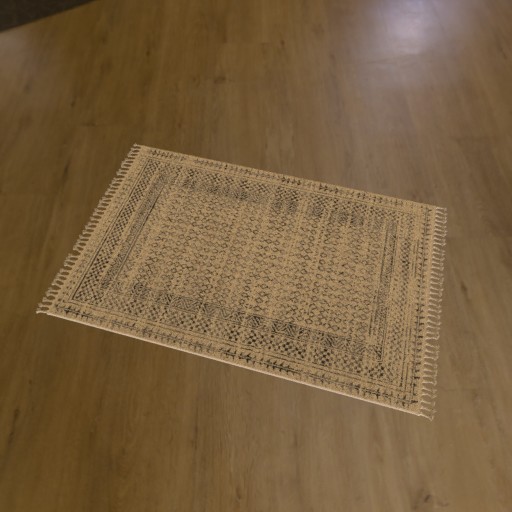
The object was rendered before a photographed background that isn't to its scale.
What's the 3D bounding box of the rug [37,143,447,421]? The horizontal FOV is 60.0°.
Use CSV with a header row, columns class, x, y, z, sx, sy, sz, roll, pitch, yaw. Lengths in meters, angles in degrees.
class,x,y,z,sx,sy,sz,roll,pitch,yaw
rug,0.000,0.000,3.007,2.486,0.013,1.548,13,59,8
